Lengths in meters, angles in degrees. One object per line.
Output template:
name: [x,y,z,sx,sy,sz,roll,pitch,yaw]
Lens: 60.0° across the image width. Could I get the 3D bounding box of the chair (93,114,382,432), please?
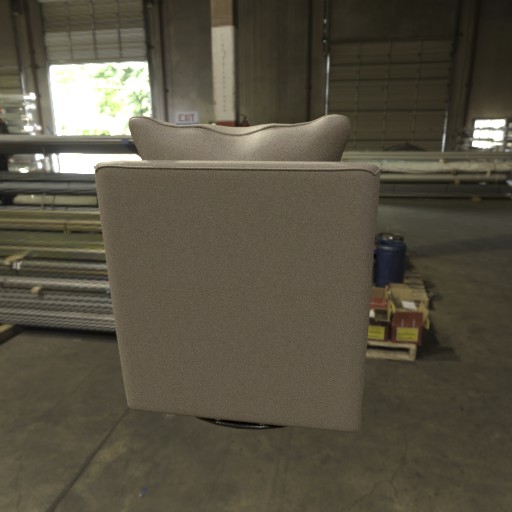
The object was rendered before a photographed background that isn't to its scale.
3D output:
chair: [0.000,0.000,1.601,0.760,0.942,0.876,2,15,9]
